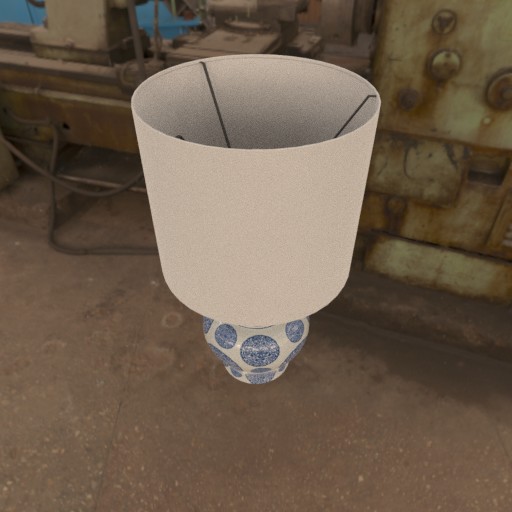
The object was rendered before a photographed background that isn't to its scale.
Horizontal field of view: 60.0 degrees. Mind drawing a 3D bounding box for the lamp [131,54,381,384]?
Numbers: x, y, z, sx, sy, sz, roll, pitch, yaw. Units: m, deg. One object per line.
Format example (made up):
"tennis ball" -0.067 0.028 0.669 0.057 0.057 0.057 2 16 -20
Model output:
"lamp" 0.000 0.000 0.514 0.215 0.381 0.215 1 41 2
